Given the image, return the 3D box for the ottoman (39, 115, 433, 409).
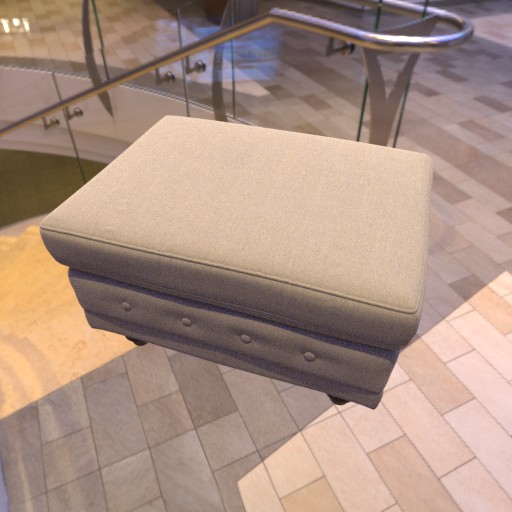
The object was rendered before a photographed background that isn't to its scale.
[{"bbox_3d":[0.000,0.000,1.142,0.771,0.500,0.569,13,43,14],"label":"ottoman"}]
